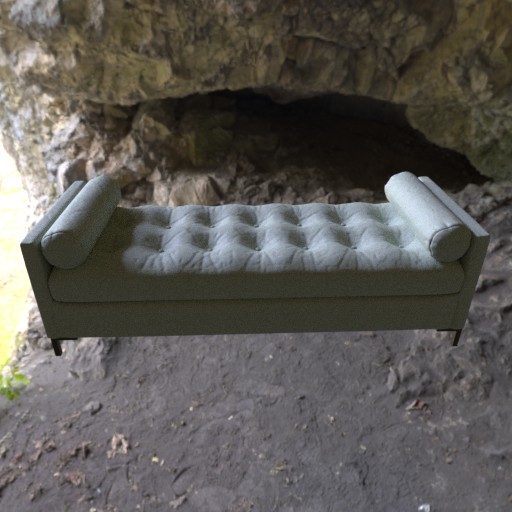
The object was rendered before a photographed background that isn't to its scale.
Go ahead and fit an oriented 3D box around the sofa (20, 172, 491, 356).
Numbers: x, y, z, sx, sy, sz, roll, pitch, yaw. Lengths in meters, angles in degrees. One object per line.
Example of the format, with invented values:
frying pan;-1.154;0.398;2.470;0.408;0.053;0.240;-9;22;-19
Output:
sofa;0.000;0.000;2.409;2.102;0.705;0.796;-1;30;-2
